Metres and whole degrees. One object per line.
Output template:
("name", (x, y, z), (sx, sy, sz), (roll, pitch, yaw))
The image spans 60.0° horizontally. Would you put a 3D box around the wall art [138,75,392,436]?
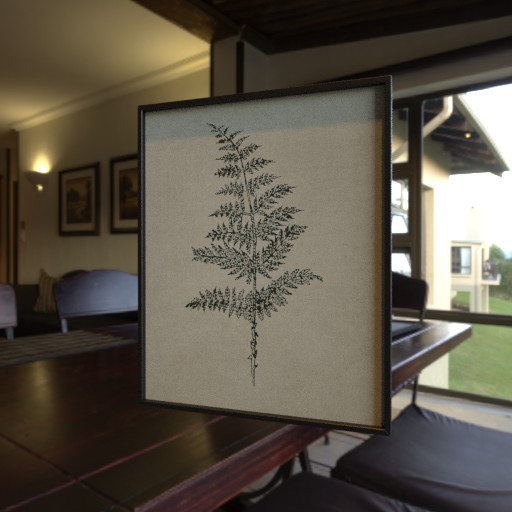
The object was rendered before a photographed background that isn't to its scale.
("wall art", (0.000, 0.000, 0.768), (0.449, 0.555, 0.039), (0, 0, 18))
